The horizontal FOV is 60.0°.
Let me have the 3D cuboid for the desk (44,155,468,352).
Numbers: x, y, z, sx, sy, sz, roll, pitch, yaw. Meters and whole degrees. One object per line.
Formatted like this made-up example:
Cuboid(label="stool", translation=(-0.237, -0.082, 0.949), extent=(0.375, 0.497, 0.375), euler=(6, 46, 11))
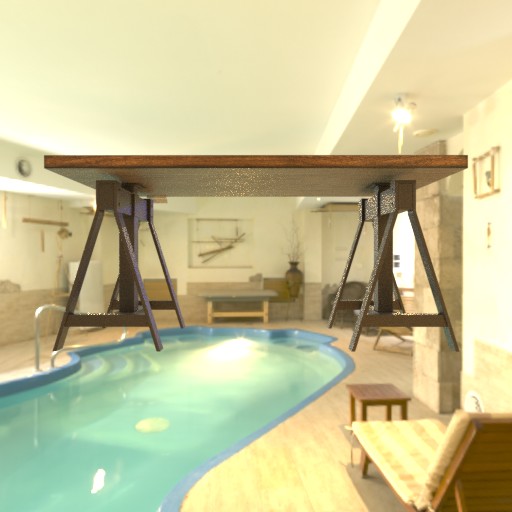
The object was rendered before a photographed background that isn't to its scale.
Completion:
Cuboid(label="desk", translation=(0.000, 0.000, 1.984), extent=(1.543, 0.725, 0.784), euler=(0, 0, 0))
